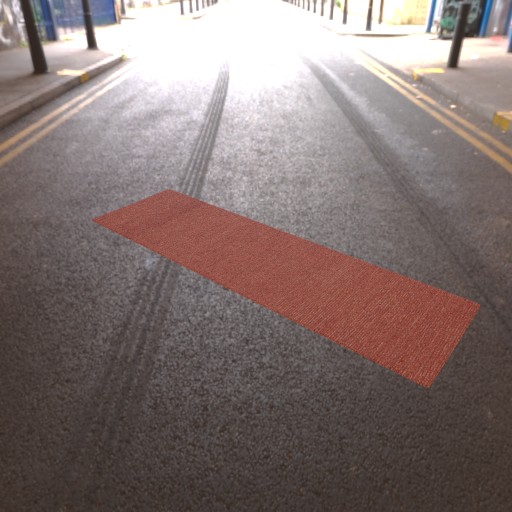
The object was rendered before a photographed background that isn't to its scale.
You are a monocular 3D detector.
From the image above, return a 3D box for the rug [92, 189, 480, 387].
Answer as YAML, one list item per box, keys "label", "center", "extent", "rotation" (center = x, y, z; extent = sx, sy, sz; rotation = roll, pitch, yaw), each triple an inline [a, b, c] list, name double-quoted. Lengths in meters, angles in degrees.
- label: "rug"
  center: [0.000, 0.000, 2.584]
  extent: [2.307, 0.012, 0.687]
  rotation: [23, 38, 33]
